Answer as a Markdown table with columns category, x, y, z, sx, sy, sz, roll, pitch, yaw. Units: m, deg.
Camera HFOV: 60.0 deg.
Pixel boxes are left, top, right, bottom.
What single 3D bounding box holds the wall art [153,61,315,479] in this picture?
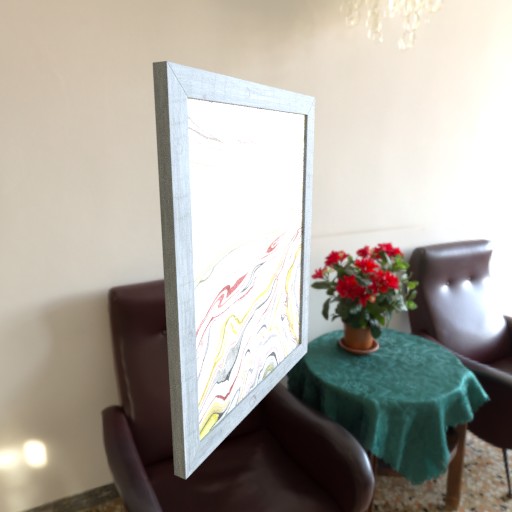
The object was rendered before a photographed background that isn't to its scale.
| category | x | y | z | sx | sy | sz | roll | pitch | yaw |
| --- | --- | --- | --- | --- | --- | --- | --- | --- | --- |
| wall art | 0.000 | 0.000 | 0.801 | 0.022 | 0.582 | 0.479 | 8 | 16 | 28 |
